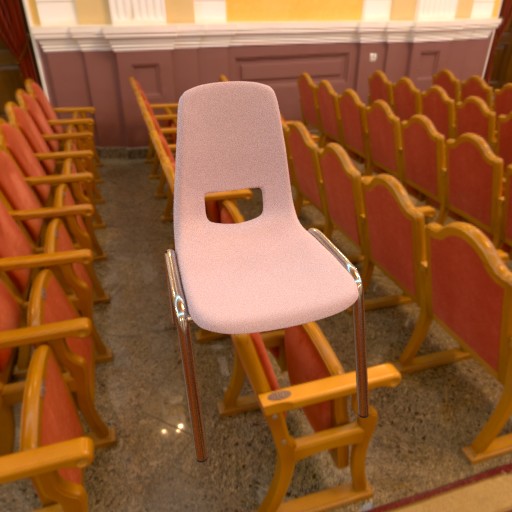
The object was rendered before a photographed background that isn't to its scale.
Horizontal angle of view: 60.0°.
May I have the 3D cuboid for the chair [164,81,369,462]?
[{"bbox_3d":[0.000,0.000,0.872,0.354,0.586,0.423,-9,32,-15],"label":"chair"}]
